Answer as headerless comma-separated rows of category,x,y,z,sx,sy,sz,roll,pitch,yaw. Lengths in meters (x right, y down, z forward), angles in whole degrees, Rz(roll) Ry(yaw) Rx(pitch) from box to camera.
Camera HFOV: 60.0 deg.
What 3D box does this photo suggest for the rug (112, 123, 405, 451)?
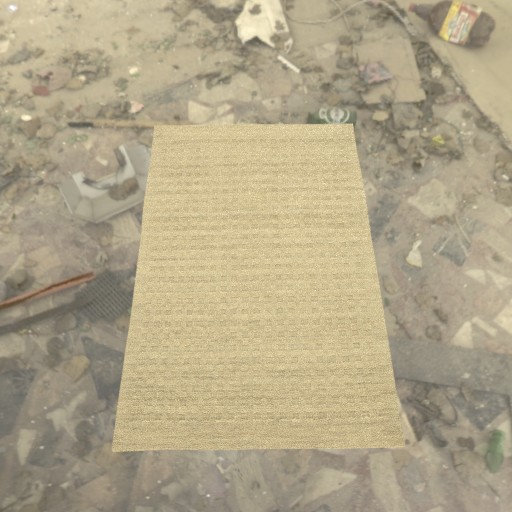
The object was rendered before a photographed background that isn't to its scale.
rug,0.000,0.000,2.855,1.532,0.018,2.297,-1,62,0
